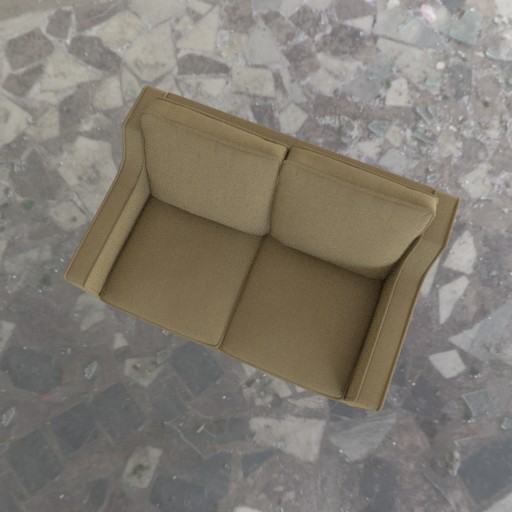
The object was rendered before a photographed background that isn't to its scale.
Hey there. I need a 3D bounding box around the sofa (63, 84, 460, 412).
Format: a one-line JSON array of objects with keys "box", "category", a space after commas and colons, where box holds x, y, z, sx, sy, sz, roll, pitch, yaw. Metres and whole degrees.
[{"box": [0.000, 0.000, 2.175, 1.501, 0.971, 0.987, 22, 75, 6], "category": "sofa"}]
